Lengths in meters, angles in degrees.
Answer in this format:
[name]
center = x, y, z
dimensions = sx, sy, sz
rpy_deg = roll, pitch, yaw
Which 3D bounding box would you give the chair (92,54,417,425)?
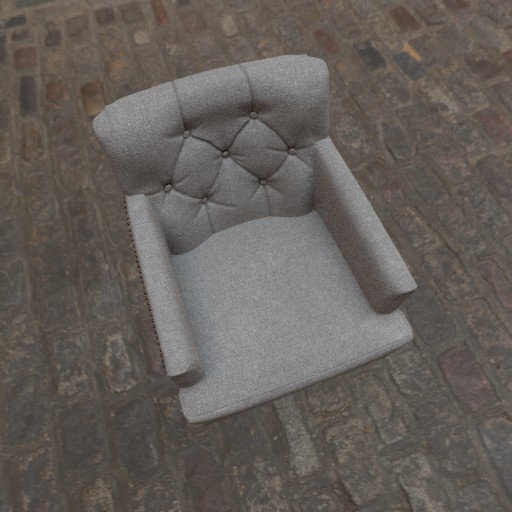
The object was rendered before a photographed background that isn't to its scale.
[chair]
center = 0.000, 0.000, 1.483
dimensions = 0.737, 0.823, 0.902
rpy_deg = -18, 66, -9
